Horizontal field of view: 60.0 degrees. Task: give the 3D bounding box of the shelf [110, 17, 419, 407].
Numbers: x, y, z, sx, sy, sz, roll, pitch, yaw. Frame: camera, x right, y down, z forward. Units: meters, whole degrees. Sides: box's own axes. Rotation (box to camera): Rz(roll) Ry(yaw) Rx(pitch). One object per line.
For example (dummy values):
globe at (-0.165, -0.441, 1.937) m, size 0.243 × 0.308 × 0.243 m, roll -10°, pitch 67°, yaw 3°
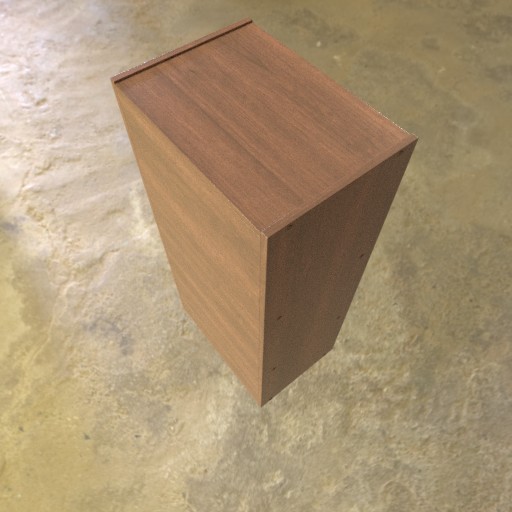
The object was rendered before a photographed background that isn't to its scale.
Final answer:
shelf at (0.000, 0.000, 1.065) m, size 0.290 × 0.879 × 0.414 m, roll -34°, pitch 64°, yaw -19°
